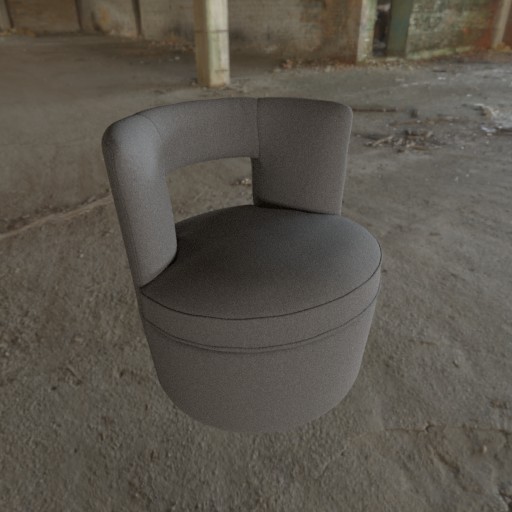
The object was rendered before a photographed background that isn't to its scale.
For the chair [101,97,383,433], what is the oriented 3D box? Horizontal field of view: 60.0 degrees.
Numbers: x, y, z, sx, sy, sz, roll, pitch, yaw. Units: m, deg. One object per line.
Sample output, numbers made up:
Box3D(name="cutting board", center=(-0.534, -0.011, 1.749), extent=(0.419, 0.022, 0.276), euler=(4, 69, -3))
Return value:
Box3D(name="chair", center=(0.000, 0.000, 1.205), extent=(0.689, 0.719, 0.660), euler=(-20, 35, -31))
